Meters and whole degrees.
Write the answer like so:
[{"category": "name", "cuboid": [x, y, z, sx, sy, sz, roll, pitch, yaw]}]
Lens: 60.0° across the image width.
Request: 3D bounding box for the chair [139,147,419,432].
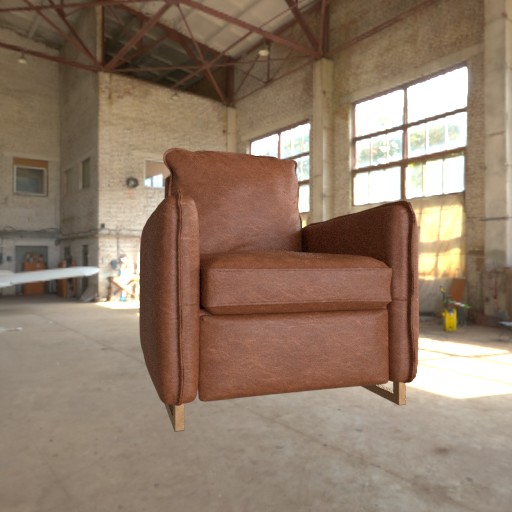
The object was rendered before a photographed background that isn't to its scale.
[{"category": "chair", "cuboid": [0.000, 0.000, 1.649, 0.830, 0.922, 0.922, 0, -1, -18]}]
